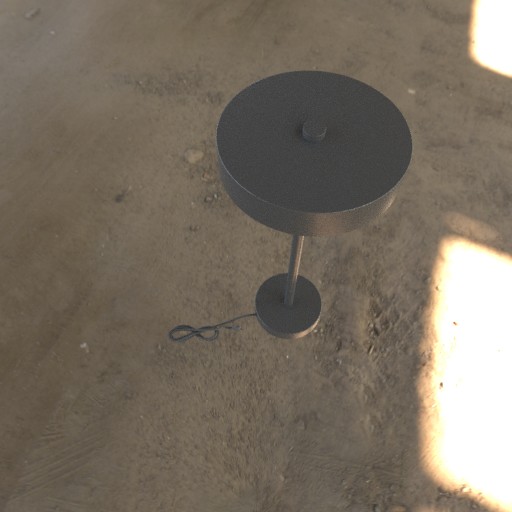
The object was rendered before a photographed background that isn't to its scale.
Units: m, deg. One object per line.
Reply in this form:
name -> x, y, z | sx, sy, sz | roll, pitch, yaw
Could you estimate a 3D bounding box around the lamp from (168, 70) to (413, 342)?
lamp -> 0.000, 0.000, 0.717 | 0.369, 0.508, 0.229 | -15, 61, -9
